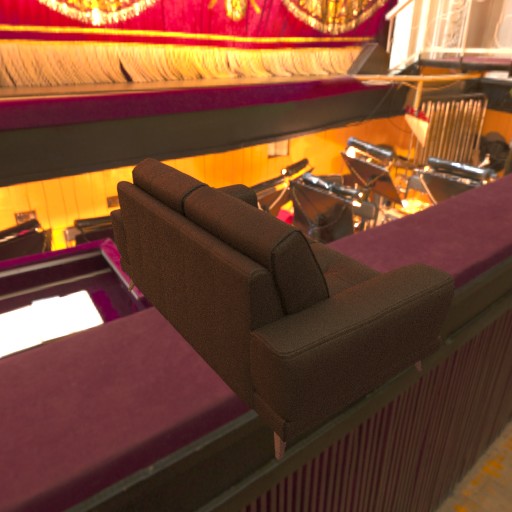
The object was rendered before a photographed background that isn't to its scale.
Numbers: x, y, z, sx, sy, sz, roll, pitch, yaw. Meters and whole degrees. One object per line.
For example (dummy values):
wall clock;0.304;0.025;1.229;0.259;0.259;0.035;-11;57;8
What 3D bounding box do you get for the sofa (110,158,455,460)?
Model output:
sofa;0.000;0.000;2.420;1.018;0.907;1.806;-17;31;-31
